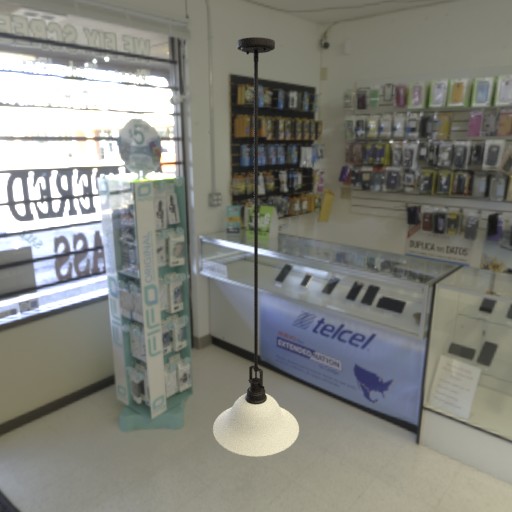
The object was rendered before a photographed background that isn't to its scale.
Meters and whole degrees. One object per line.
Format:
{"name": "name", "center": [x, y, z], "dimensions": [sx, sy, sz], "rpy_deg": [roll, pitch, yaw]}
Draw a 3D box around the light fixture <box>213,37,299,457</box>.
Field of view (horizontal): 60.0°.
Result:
{"name": "light fixture", "center": [0.000, 0.000, 1.506], "dimensions": [0.324, 1.337, 0.324], "rpy_deg": [14, 20, 42]}
